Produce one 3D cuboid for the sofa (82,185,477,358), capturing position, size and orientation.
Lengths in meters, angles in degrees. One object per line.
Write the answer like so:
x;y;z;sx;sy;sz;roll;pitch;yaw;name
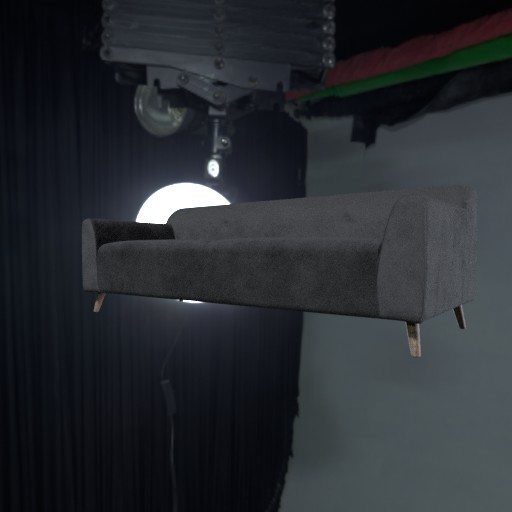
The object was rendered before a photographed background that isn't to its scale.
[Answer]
0.000;0.000;2.582;2.190;0.740;0.900;0;1;37;sofa
